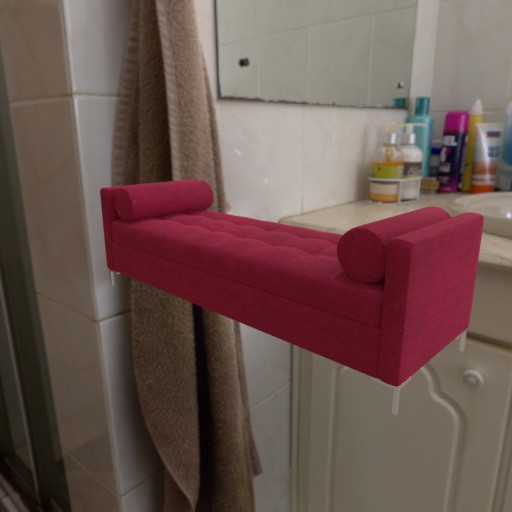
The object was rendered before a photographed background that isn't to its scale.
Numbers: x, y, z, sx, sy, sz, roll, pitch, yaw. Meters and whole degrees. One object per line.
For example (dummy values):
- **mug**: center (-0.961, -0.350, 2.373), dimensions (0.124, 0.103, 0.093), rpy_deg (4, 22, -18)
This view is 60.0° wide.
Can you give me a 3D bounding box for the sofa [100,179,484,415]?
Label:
- **sofa**: center (0.000, 0.000, 2.337), dimensions (1.981, 0.635, 0.686), rpy_deg (15, 21, 42)
